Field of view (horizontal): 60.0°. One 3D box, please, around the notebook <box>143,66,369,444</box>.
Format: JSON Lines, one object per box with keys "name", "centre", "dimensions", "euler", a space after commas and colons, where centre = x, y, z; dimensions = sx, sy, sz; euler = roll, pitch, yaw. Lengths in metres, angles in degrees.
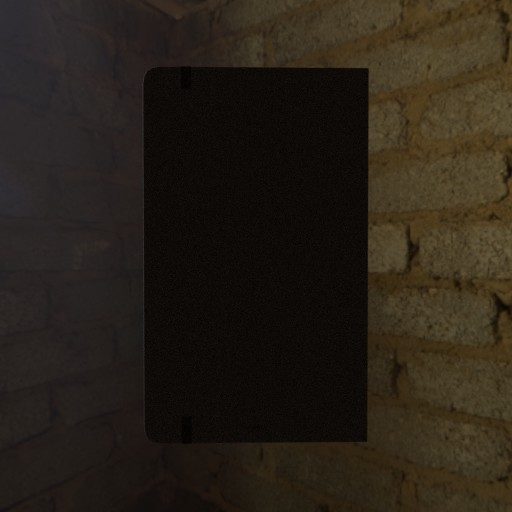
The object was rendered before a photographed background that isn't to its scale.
{"name": "notebook", "centre": [0.000, 0.000, 0.258], "dimensions": [0.127, 0.213, 0.016], "euler": [0, 1, -1]}
